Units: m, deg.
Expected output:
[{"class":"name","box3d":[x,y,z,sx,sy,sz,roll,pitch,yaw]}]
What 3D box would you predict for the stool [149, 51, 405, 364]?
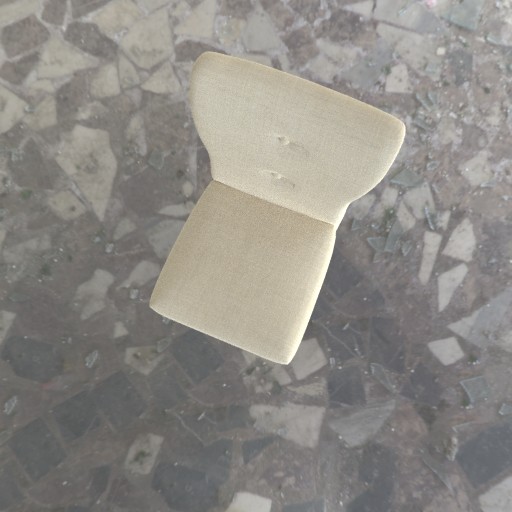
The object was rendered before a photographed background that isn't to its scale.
[{"class":"stool","box3d":[0.000,0.000,1.482,0.516,1.124,0.603,21,77,5]}]
